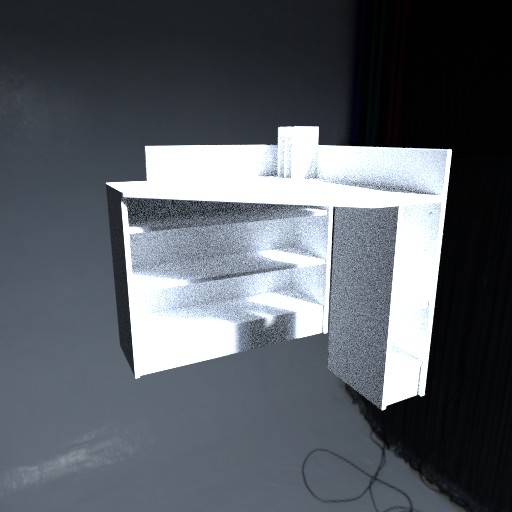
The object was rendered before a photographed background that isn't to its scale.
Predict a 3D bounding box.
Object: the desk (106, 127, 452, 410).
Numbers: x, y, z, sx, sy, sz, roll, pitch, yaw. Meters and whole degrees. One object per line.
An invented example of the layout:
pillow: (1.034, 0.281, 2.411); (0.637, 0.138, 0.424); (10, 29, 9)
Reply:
desk: (0.000, 0.000, 1.737); (0.940, 0.986, 0.940); (-8, 17, -26)
